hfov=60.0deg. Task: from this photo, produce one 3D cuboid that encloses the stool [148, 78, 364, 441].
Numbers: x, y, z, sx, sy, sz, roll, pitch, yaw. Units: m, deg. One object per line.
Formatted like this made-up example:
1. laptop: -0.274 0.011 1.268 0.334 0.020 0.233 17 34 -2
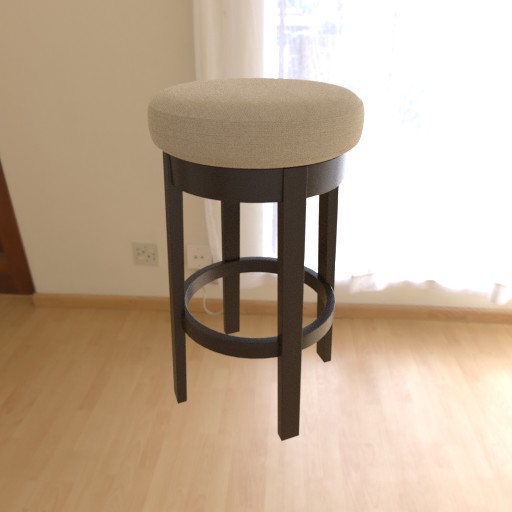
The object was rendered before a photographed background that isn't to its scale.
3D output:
1. stool: 0.000 0.000 1.046 0.446 0.758 0.446 0 28 0
